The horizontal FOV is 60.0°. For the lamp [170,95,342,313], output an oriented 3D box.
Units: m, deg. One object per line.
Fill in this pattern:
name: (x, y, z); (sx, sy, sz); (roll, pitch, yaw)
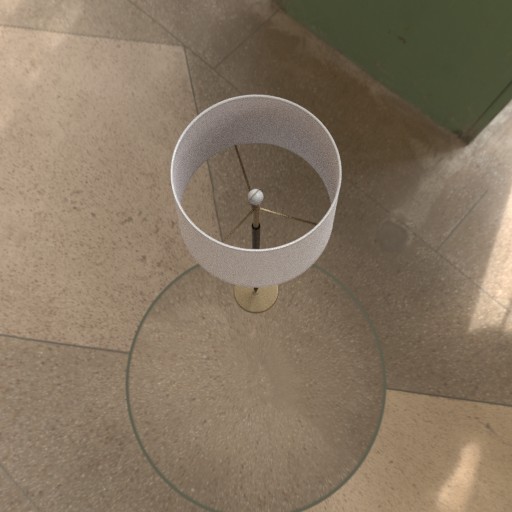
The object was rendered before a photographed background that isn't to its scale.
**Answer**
lamp: (0.000, 0.000, 1.654); (0.420, 1.447, 0.420); (0, 75, 0)
